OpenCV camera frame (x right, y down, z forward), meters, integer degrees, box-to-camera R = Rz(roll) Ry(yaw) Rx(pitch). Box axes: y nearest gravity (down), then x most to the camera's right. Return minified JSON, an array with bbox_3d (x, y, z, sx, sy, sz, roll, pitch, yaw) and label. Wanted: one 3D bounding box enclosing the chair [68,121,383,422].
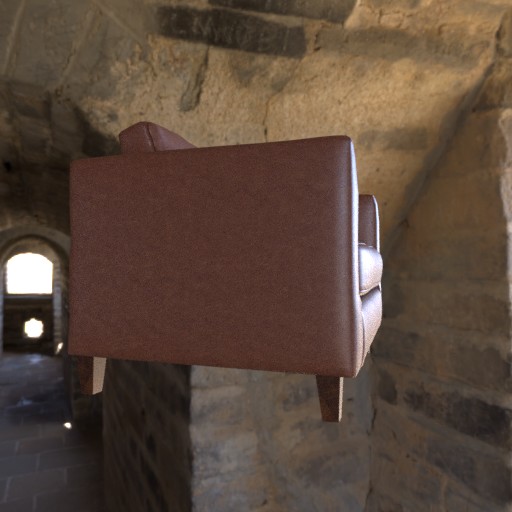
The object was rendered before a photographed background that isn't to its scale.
[{"bbox_3d":[0.000,0.000,1.792,0.959,0.917,1.107,0,-1,19],"label":"chair"}]
